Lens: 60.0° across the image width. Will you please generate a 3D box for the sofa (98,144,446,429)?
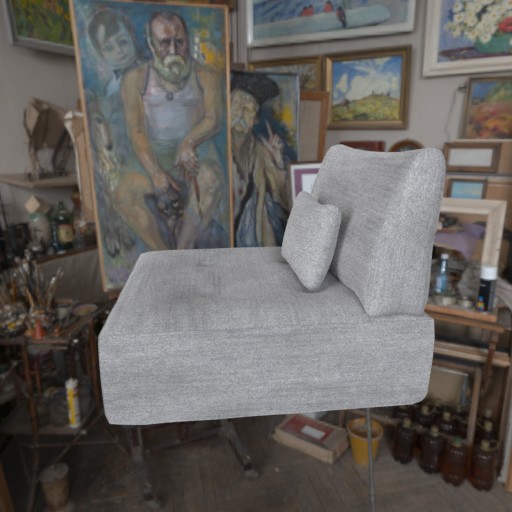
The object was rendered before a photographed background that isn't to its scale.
[{"bbox_3d":[0.000,0.000,1.701,1.000,0.820,0.930,-2,15,-7],"label":"sofa"}]
